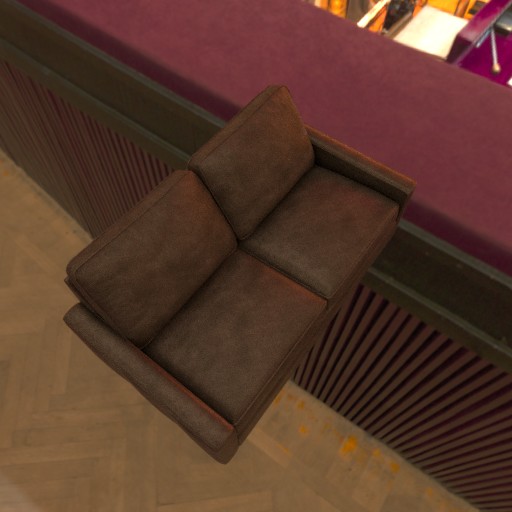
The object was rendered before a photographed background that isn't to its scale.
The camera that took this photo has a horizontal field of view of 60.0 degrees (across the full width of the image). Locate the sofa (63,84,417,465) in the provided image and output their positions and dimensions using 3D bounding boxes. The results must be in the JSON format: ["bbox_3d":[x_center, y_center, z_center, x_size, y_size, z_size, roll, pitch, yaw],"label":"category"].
[{"bbox_3d":[0.000,0.000,2.310,0.939,0.916,1.732,33,65,18],"label":"sofa"}]
